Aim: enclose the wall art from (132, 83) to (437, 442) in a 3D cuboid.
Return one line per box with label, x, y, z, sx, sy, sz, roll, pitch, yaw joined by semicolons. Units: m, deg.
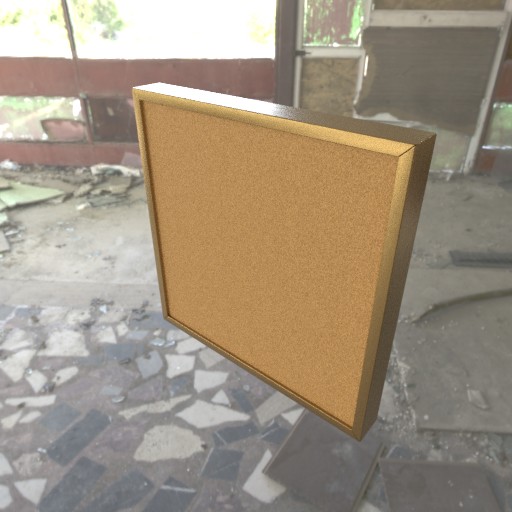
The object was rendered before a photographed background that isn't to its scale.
wall art;0.000;0.000;0.464;0.305;0.305;0.037;23;38;33
